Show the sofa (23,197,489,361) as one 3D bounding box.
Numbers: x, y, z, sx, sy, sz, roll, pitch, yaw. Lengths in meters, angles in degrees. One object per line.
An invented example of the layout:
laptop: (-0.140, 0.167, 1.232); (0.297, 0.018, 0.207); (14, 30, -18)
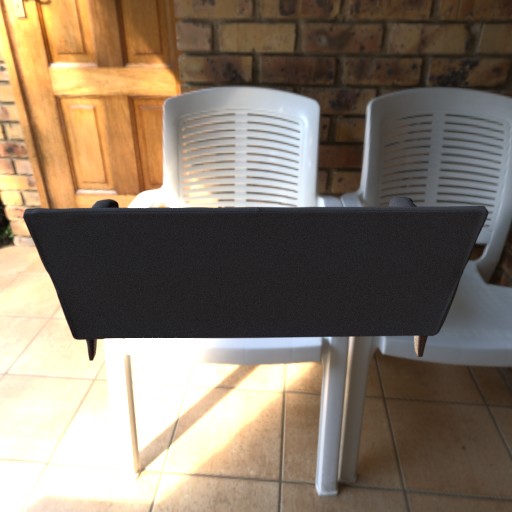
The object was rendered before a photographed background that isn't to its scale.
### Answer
sofa: (0.000, 0.000, 2.460); (2.002, 0.907, 0.843); (-1, 29, -1)
